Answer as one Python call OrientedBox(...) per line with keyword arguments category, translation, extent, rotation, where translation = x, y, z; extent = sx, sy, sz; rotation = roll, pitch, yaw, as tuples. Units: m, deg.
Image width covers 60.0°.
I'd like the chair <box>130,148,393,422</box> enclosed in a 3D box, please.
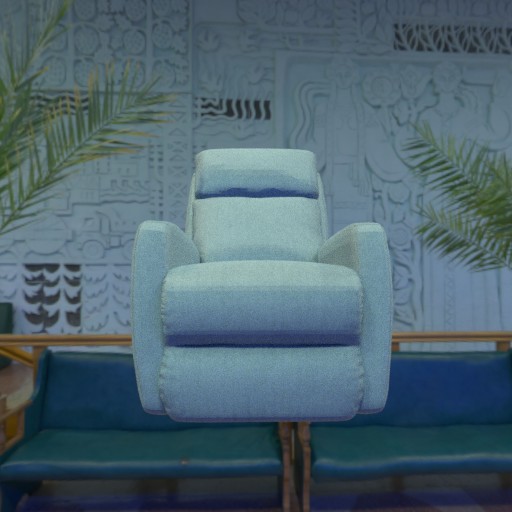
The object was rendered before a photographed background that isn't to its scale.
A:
OrientedBox(category="chair", translation=(0.000, 0.000, 1.717), extent=(0.812, 1.013, 0.940), rotation=(0, -1, -1))
